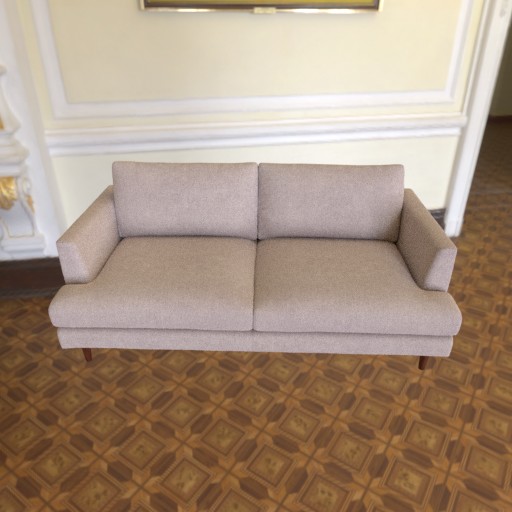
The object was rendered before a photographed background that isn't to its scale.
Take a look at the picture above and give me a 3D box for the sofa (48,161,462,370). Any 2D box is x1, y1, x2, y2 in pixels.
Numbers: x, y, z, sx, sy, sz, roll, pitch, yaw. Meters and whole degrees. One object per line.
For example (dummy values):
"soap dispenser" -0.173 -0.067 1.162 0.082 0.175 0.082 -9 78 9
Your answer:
"sofa" 0.000 0.000 2.487 1.948 0.868 1.020 1 29 2
